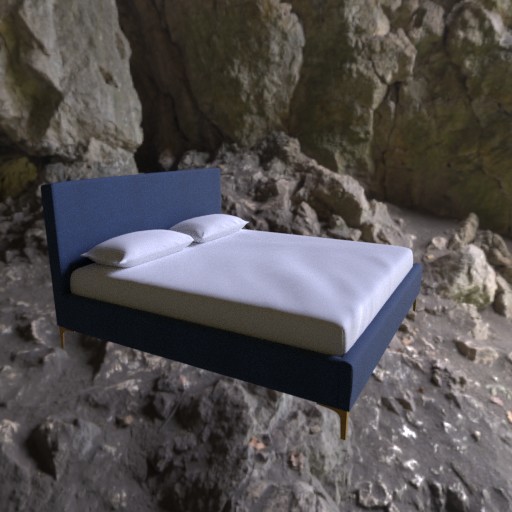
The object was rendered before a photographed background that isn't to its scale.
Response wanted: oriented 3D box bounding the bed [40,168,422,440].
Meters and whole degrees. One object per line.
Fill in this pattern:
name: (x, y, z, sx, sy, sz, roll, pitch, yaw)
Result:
bed: (0.000, 0.000, 3.523, 2.232, 1.231, 2.096, 8, 17, 28)
